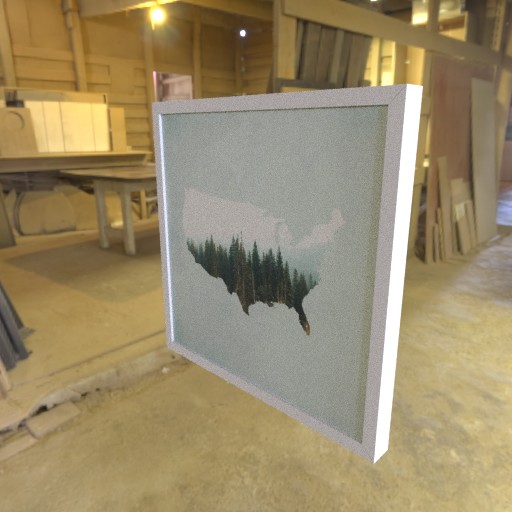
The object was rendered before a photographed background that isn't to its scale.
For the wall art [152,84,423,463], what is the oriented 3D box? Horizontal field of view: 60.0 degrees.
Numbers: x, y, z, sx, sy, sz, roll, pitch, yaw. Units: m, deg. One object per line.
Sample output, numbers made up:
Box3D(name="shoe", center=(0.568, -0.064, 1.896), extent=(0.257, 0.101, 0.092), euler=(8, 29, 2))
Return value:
Box3D(name="wall art", center=(0.000, 0.000, 0.748), extent=(0.509, 0.509, 0.040), euler=(15, 22, 42))
